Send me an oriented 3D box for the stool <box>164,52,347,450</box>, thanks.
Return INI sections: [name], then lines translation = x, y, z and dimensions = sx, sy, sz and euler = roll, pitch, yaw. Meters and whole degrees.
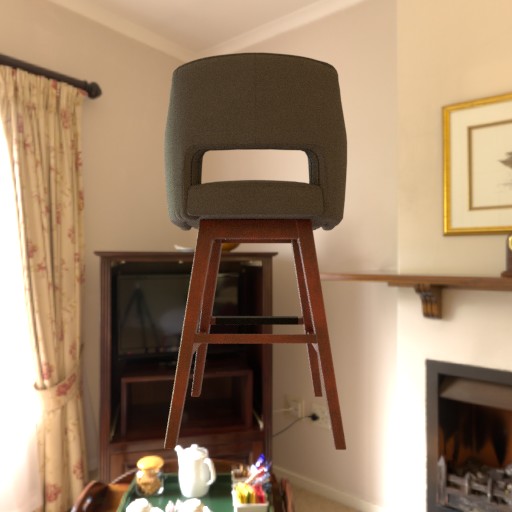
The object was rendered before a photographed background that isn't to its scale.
[stool]
translation = 0.000, 0.000, 1.365
dimensions = 0.548, 1.012, 0.558
euler = 0, -1, 1
